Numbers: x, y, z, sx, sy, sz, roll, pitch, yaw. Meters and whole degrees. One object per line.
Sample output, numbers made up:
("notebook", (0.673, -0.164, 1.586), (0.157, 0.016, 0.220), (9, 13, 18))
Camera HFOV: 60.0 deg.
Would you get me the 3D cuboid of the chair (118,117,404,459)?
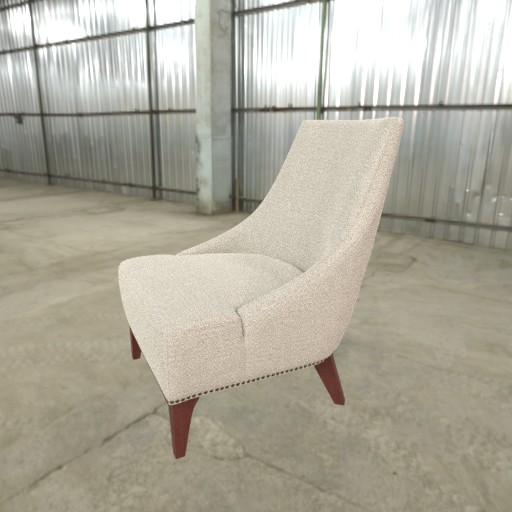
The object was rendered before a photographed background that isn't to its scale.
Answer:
("chair", (0.000, 0.000, 1.525), (0.861, 0.909, 0.701), (-7, 18, -25))
